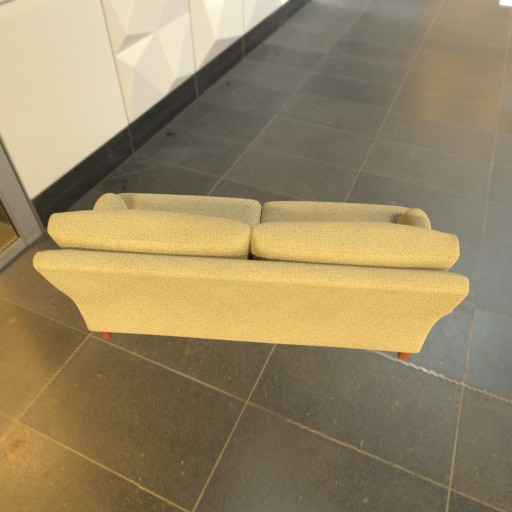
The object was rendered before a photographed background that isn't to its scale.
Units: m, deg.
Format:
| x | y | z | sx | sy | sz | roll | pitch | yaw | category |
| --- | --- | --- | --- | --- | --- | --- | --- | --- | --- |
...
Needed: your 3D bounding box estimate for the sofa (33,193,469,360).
| x | y | z | sx | sy | sz | roll | pitch | yaw | category |
| --- | --- | --- | --- | --- | --- | --- | --- | --- | --- |
| 0.000 | 0.000 | 2.658 | 2.070 | 0.997 | 1.091 | 3 | 46 | 3 | sofa |
